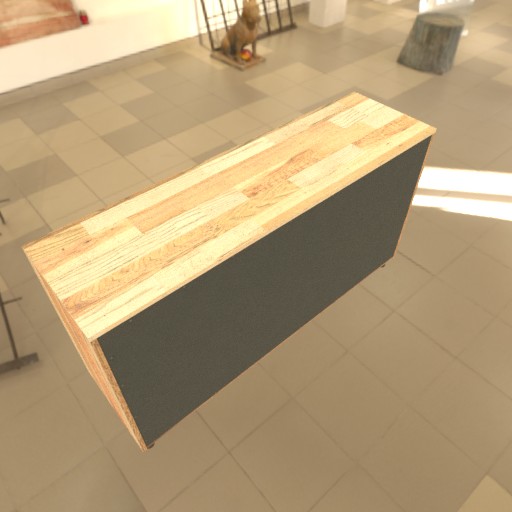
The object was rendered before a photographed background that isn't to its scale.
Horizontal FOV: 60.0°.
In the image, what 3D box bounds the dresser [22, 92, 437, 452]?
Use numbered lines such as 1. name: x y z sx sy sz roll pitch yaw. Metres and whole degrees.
1. dresser: 0.000 0.000 1.894 1.547 0.834 0.487 -32 54 -27
